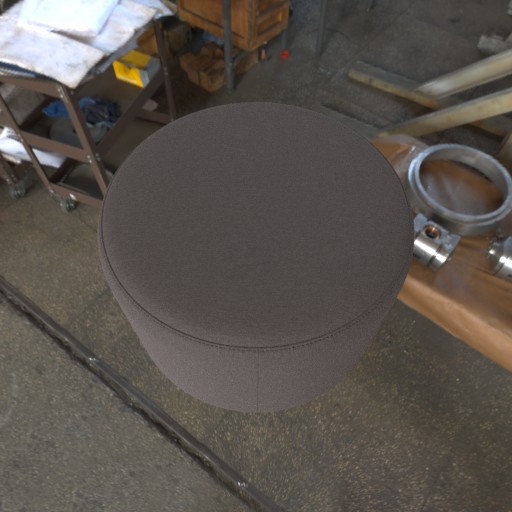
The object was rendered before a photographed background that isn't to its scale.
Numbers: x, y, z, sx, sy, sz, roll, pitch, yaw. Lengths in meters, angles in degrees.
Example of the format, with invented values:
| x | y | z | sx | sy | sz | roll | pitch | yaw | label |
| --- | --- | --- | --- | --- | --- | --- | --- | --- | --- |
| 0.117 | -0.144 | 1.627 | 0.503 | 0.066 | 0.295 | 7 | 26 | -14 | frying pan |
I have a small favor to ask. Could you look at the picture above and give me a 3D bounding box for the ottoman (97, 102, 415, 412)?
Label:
| x | y | z | sx | sy | sz | roll | pitch | yaw | label |
| --- | --- | --- | --- | --- | --- | --- | --- | --- | --- |
| 0.000 | 0.000 | 0.993 | 0.608 | 0.433 | 0.608 | 0 | 58 | 0 | ottoman |
